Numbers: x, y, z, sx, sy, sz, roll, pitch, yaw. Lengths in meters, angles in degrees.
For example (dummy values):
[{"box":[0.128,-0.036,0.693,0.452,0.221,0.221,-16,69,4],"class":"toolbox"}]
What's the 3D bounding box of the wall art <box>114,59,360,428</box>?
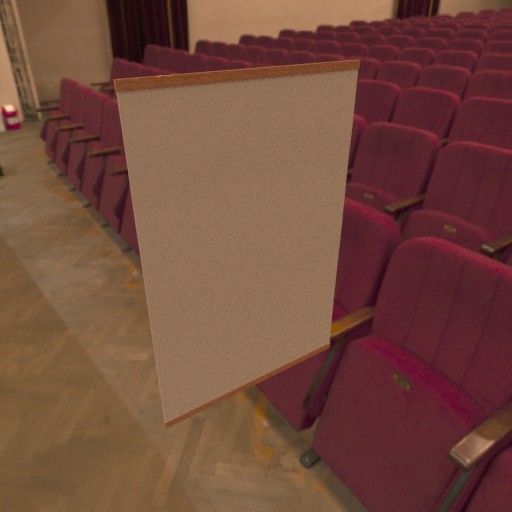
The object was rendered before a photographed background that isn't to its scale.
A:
[{"box":[0.000,0.000,1.941,1.019,1.527,0.019,-18,34,-29],"class":"wall art"}]
